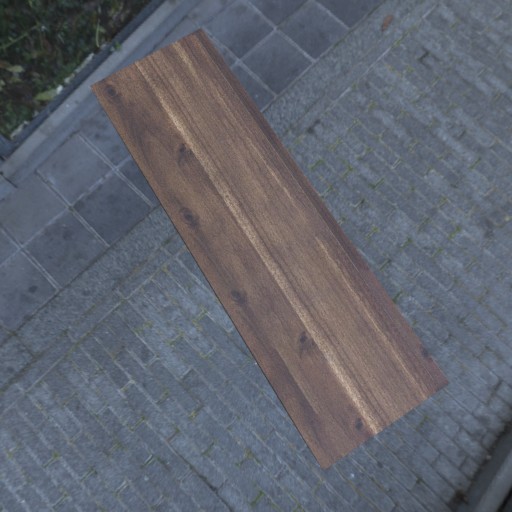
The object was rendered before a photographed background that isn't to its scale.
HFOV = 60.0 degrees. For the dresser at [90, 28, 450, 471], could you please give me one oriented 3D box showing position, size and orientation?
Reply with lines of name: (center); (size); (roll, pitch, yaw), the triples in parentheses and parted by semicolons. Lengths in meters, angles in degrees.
dresser: (0.000, 0.000, 1.794); (0.438, 0.892, 1.387); (-31, 78, -7)
